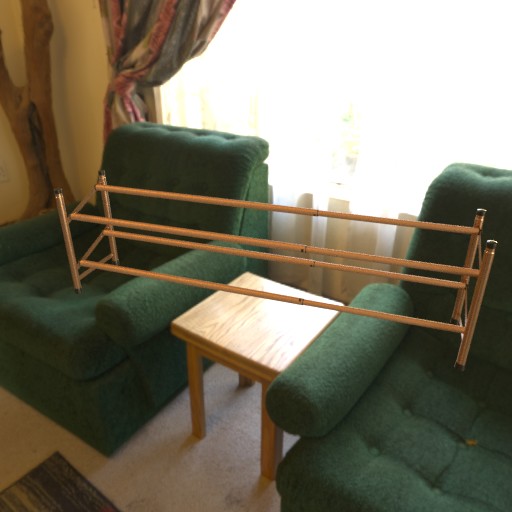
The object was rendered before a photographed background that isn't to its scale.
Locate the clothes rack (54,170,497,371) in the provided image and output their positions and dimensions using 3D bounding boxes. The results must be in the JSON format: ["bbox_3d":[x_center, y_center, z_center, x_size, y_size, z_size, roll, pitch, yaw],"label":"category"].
[{"bbox_3d":[0.000,0.000,1.283,1.168,0.349,0.229,9,28,17],"label":"clothes rack"}]
